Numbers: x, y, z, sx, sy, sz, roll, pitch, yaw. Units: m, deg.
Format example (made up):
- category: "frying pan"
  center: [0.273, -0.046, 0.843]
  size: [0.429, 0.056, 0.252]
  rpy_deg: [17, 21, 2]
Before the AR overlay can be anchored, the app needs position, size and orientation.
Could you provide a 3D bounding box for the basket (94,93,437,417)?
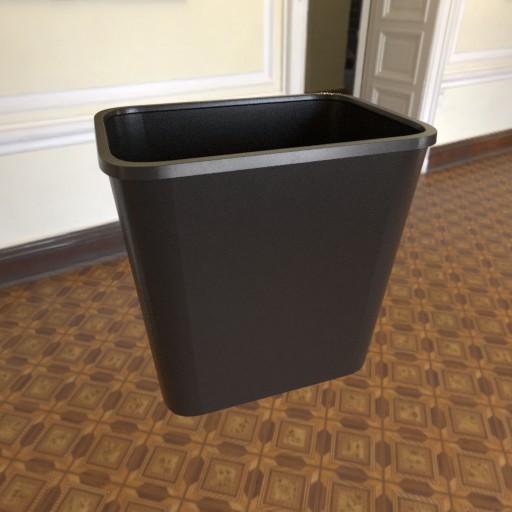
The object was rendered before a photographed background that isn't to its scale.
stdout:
- category: "basket"
  center: [0.000, 0.000, 0.508]
  size: [0.300, 0.307, 0.211]
  rpy_deg: [-10, 32, -16]
